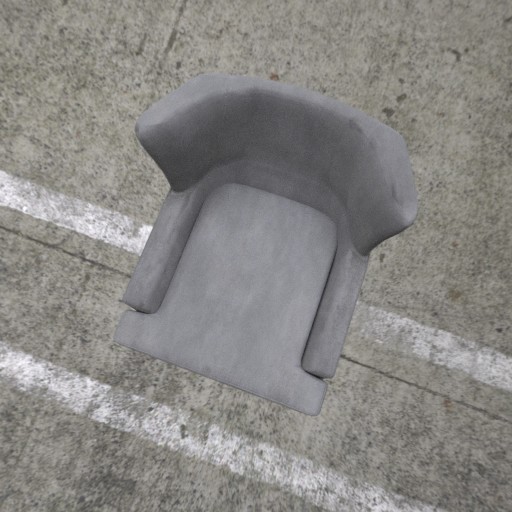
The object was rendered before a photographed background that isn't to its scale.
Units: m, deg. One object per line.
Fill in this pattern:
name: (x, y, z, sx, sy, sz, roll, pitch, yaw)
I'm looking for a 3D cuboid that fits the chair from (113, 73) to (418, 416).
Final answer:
chair: (0.000, 0.000, 1.578, 0.784, 0.950, 0.906, 19, 77, 5)
